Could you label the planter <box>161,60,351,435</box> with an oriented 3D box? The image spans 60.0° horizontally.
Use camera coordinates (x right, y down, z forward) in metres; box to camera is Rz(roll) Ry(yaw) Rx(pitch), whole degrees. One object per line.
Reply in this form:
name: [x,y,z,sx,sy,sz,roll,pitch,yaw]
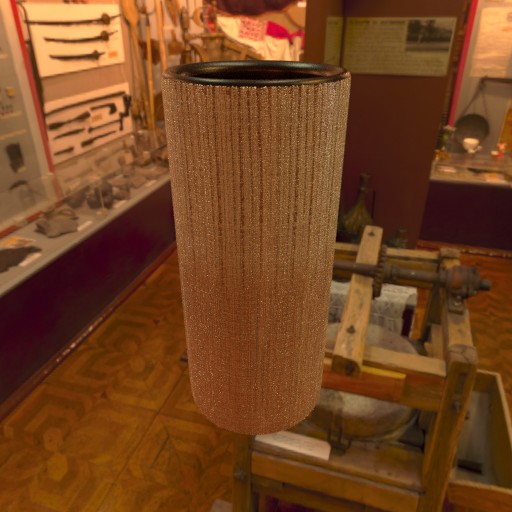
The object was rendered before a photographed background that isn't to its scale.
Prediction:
planter: [0.000,0.000,0.290,0.100,0.227,0.100,9,30,17]
